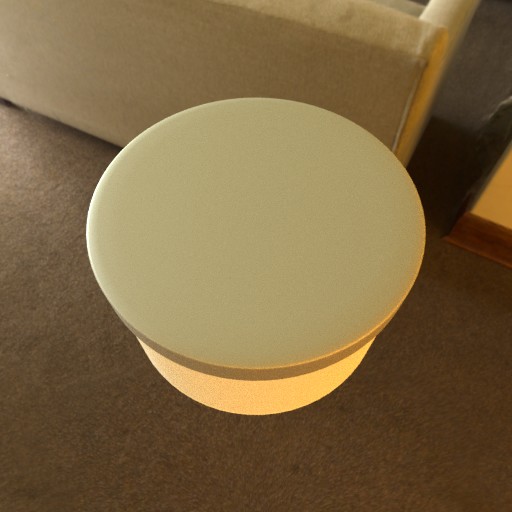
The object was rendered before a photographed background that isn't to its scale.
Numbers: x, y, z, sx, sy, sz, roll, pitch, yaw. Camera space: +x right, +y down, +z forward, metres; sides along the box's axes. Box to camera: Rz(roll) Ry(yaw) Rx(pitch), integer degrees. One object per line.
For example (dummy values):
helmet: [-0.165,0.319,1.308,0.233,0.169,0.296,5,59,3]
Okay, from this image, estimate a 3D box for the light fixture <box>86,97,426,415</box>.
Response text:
light fixture: [0.000,0.000,0.618,0.393,0.229,0.393,0,58,0]
